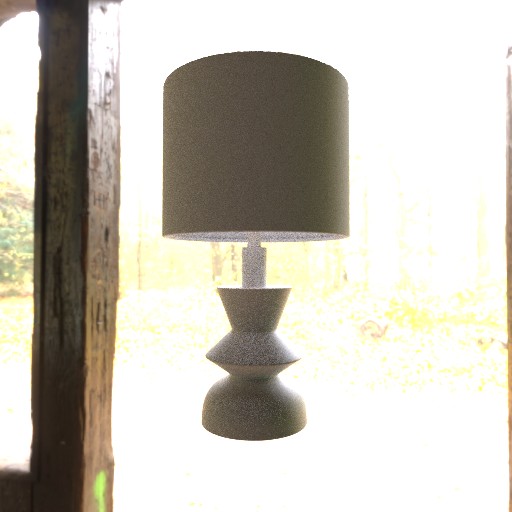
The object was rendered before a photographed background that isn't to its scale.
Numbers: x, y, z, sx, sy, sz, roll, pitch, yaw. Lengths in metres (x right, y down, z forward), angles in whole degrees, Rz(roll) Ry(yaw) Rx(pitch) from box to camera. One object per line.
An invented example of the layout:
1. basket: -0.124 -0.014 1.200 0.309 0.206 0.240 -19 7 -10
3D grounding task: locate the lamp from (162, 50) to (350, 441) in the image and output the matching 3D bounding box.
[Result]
1. lamp: 0.000 0.000 0.724 0.301 0.533 0.301 0 -1 -18
